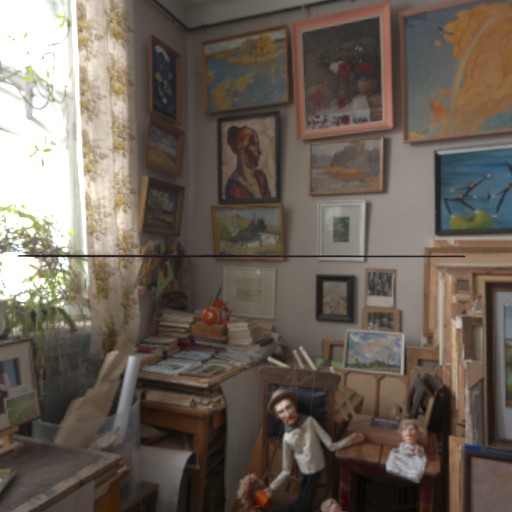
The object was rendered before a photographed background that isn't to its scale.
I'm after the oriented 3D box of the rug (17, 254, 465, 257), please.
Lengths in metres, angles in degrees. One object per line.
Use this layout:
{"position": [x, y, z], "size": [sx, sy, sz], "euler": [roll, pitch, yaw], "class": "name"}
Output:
{"position": [0.000, 0.000, 2.469], "size": [2.283, 0.016, 0.602], "euler": [0, 0, -16], "class": "rug"}
